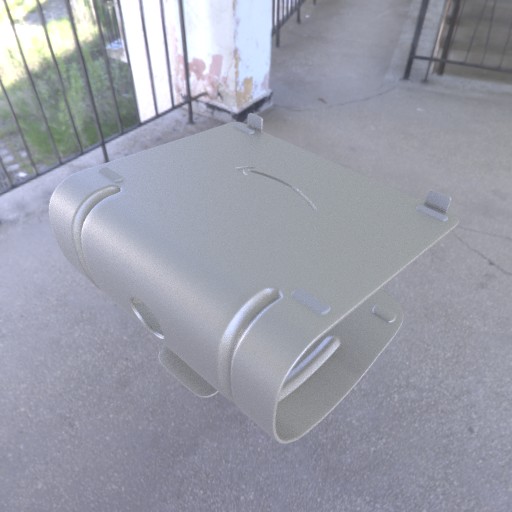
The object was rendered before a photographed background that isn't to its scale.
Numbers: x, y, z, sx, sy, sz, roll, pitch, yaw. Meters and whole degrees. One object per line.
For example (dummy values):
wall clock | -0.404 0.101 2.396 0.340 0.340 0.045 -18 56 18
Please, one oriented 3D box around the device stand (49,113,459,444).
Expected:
device stand | 0.000 0.000 0.397 0.256 0.155 0.236 32 53 28
